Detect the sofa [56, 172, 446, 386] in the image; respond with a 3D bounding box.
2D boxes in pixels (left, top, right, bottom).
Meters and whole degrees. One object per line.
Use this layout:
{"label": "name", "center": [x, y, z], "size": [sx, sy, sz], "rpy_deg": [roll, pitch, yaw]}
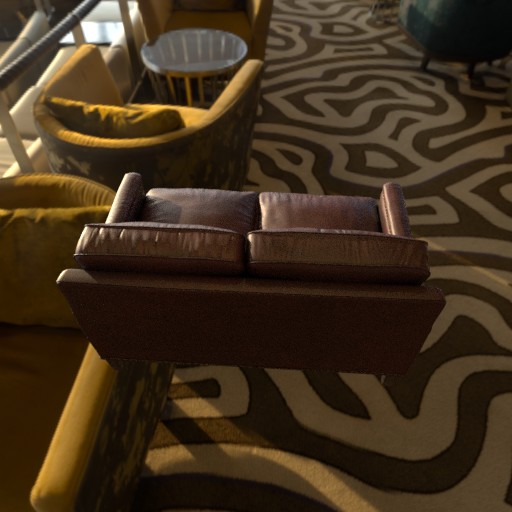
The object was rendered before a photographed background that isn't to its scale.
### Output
{"label": "sofa", "center": [0.000, 0.000, 2.306], "size": [1.628, 1.003, 1.083], "rpy_deg": [3, 46, 3]}
